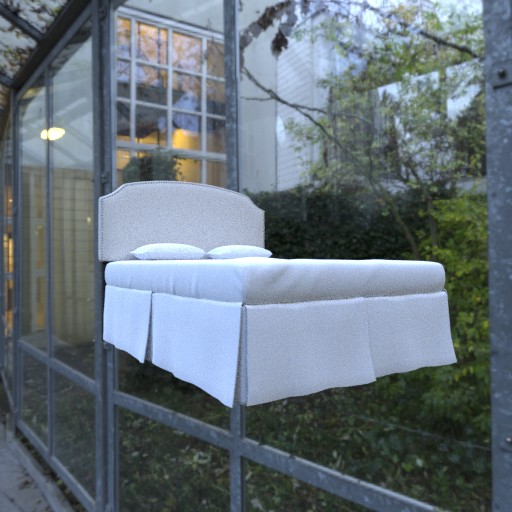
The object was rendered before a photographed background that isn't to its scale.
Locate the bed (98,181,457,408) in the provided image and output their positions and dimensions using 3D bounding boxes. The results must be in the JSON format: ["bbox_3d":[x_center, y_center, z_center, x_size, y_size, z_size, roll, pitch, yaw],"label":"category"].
[{"bbox_3d":[0.000,0.000,2.983,1.558,1.270,1.999,1,-1,-35],"label":"bed"}]
